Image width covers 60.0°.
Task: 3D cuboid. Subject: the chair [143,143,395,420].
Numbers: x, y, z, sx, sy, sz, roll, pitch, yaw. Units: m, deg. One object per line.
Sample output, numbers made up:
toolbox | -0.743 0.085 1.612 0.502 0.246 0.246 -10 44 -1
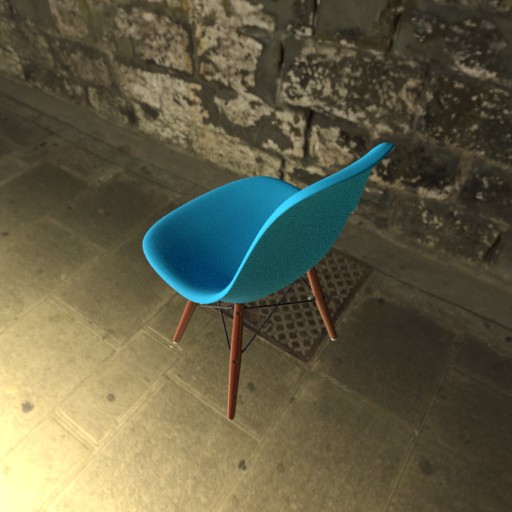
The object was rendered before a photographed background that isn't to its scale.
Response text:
chair | 0.000 0.000 1.131 0.470 0.826 0.533 -32 55 -27
